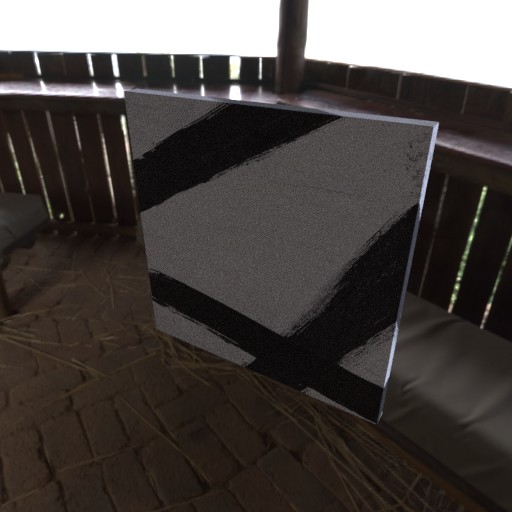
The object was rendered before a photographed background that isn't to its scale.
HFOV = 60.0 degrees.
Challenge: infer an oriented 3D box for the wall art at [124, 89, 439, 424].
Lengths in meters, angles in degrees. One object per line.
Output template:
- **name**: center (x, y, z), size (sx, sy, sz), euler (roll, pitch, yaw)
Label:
- **wall art**: center (0.000, 0.000, 1.161), size (0.765, 0.765, 0.046), euler (16, 33, 27)
